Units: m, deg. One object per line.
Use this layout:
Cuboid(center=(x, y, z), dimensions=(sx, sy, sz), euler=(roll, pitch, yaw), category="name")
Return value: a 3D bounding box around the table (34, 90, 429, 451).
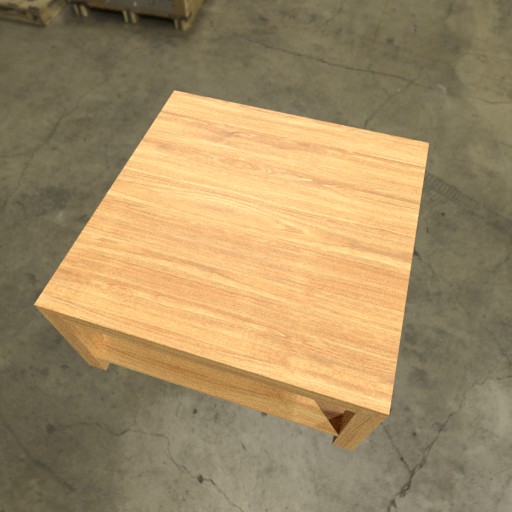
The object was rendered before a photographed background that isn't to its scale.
Cuboid(center=(0.000, 0.000, 1.474), dimensions=(0.900, 0.450, 0.900), euler=(15, 58, 9), category="table")
